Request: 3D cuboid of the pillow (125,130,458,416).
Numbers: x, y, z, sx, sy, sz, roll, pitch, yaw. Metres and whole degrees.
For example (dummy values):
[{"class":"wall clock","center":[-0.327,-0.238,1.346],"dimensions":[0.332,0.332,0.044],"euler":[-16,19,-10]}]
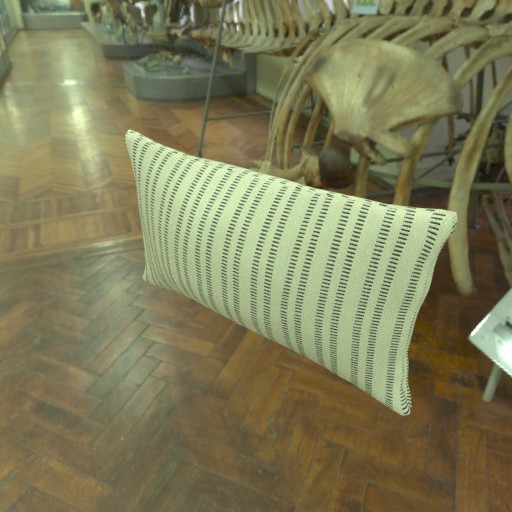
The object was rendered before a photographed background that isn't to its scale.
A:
[{"class":"pillow","center":[0.000,0.000,0.796],"dimensions":[0.640,0.353,0.210],"euler":[21,37,32]}]
